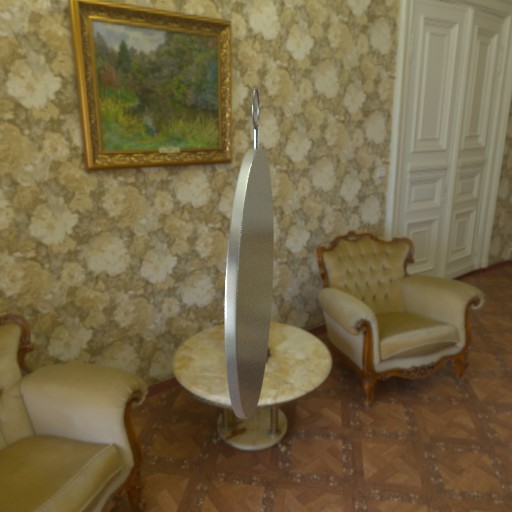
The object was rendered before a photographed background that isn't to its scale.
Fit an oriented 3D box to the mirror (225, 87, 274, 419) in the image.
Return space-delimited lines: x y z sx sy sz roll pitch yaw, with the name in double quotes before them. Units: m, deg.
"mirror" 0.000 0.000 0.999 0.020 0.713 0.594 2 15 8
